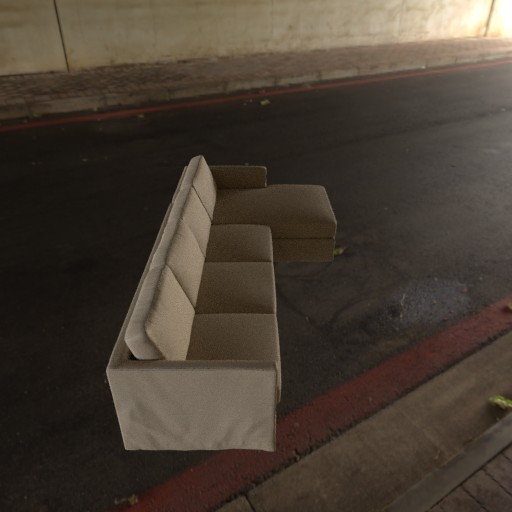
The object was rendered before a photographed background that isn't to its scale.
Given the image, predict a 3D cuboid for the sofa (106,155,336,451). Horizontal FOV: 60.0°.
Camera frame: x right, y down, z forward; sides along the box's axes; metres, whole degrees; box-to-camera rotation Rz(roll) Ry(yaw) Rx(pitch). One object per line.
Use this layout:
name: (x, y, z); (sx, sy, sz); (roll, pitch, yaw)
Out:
sofa: (0.000, 0.000, 3.849); (1.622, 0.871, 3.206); (0, 31, 0)
